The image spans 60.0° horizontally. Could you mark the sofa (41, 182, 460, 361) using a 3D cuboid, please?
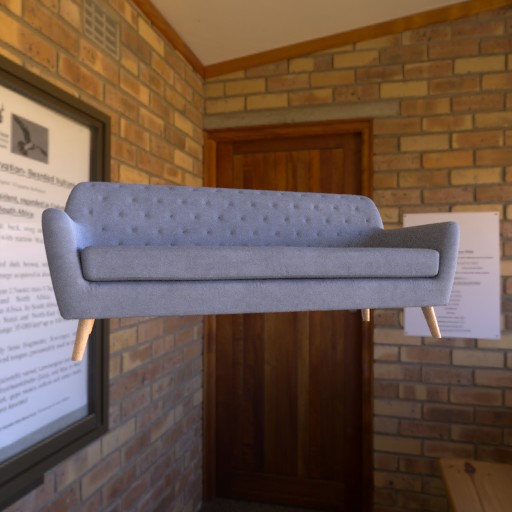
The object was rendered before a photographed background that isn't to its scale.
[{"bbox_3d":[0.000,0.000,2.341,1.970,0.830,0.830,0,-1,-18],"label":"sofa"}]
